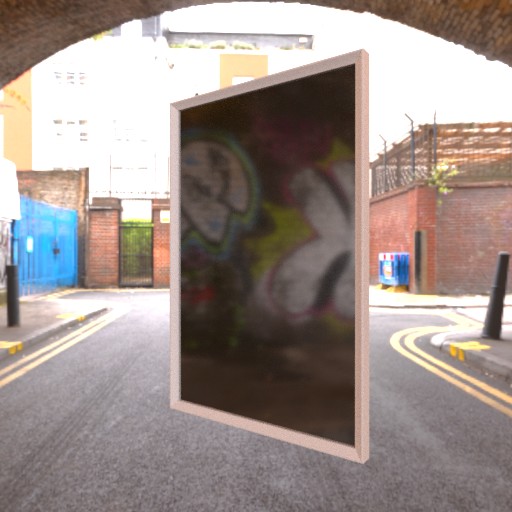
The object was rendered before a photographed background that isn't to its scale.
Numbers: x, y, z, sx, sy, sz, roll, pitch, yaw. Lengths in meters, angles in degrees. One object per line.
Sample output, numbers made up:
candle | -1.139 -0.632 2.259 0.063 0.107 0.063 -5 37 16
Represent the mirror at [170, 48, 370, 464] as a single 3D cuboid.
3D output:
mirror | 0.000 0.000 1.167 0.609 0.915 0.041 0 0 36
